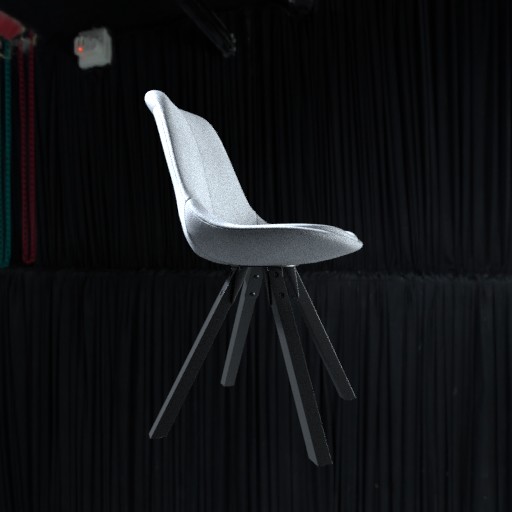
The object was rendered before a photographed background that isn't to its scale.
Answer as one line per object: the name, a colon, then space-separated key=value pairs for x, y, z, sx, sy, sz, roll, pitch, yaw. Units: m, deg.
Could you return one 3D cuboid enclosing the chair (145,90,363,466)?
chair: x=0.000 y=0.000 z=1.180 sx=0.550 sy=0.850 sz=0.485 roll=0 pitch=1 yaw=19
